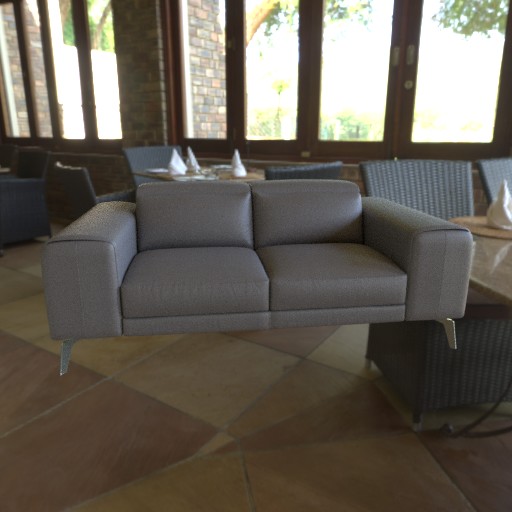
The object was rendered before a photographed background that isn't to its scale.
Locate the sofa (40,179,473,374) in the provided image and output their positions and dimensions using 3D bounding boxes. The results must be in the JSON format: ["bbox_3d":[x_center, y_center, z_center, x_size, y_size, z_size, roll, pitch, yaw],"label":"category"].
[{"bbox_3d":[0.000,0.000,2.447,1.930,0.753,1.024,-2,16,-7],"label":"sofa"}]
